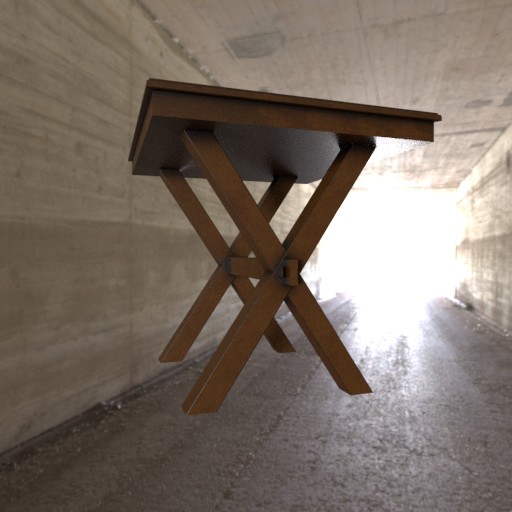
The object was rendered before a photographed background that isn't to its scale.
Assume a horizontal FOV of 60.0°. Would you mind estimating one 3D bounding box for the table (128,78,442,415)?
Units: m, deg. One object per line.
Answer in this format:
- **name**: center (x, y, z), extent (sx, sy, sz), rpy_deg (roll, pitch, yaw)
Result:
- **table**: center (0.000, 0.000, 1.061), extent (0.560, 0.562, 0.602), rpy_deg (0, 1, -19)
